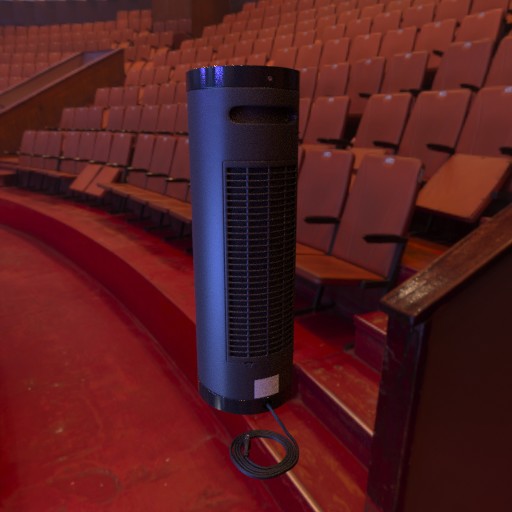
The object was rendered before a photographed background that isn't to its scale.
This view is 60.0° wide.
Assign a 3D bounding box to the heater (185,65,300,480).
[{"bbox_3d":[0.000,0.000,0.693,0.174,0.552,0.312,-7,17,-25],"label":"heater"}]
